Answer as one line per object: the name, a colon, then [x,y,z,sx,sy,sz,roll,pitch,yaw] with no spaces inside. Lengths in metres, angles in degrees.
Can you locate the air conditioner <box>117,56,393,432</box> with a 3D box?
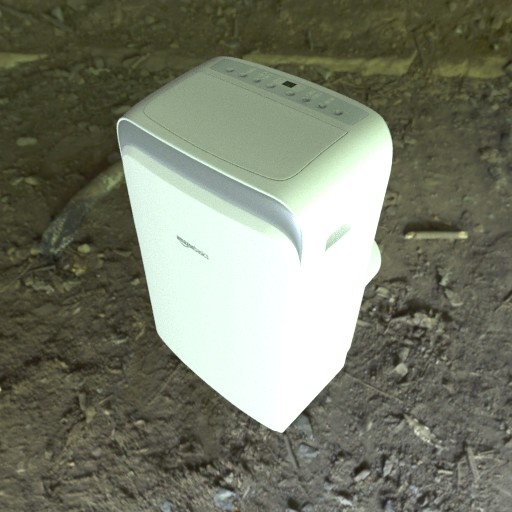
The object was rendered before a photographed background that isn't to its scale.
air conditioner: [0.000,0.000,0.950,0.454,0.700,0.365,32,54,26]
